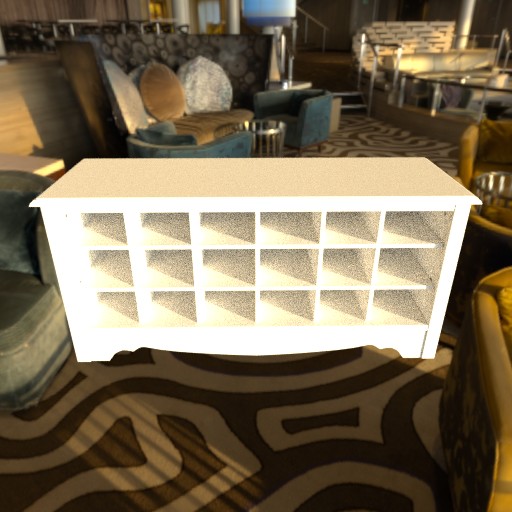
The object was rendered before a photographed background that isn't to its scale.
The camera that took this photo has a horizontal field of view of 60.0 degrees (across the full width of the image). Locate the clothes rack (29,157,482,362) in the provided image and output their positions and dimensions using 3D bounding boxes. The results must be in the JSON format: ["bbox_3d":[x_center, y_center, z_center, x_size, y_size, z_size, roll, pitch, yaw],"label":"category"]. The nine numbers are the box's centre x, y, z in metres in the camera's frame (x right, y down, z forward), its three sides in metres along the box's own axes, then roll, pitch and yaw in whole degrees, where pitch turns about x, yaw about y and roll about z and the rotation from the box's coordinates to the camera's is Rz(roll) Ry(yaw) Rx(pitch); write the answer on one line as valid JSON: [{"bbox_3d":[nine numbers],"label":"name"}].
[{"bbox_3d":[0.000,0.000,1.493,1.218,0.558,0.405,0,28,-1],"label":"clothes rack"}]
